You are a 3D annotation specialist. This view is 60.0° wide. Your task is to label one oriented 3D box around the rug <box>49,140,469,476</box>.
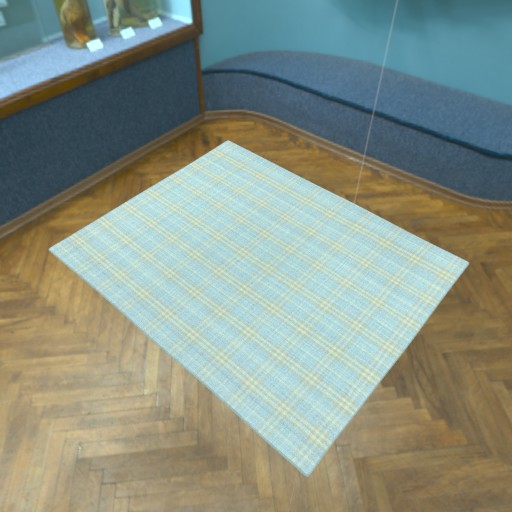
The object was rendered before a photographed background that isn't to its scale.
[{"bbox_3d":[0.000,0.000,4.123,3.066,0.030,2.462,33,55,27],"label":"rug"}]
